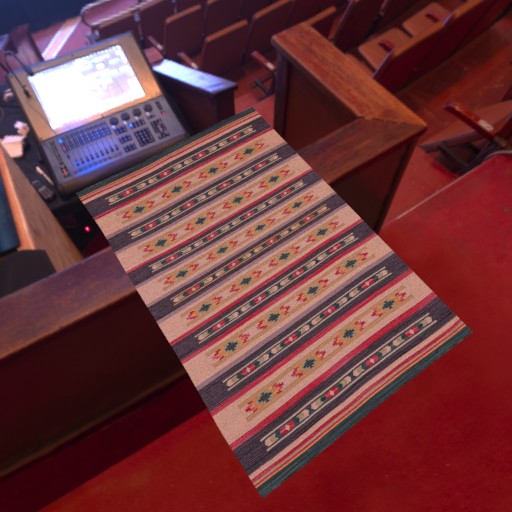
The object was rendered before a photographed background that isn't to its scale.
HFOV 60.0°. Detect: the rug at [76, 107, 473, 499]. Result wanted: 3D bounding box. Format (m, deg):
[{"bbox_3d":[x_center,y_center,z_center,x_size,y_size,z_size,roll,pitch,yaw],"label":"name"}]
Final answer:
[{"bbox_3d":[0.000,0.000,2.874,1.522,0.010,2.311,-31,65,-16],"label":"rug"}]
